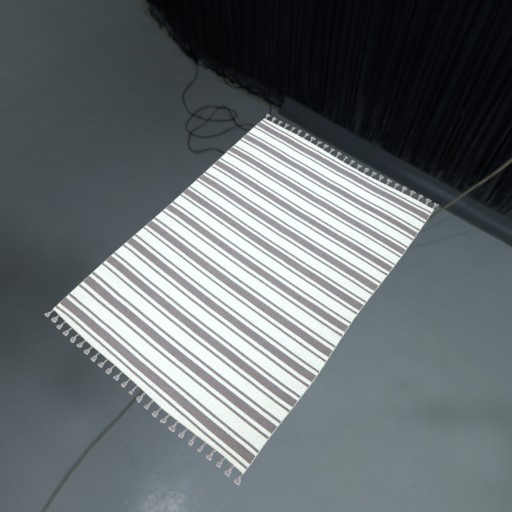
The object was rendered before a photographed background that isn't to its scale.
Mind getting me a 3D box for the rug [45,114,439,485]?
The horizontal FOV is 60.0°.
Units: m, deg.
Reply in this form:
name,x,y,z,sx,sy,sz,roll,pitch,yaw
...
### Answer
name,x,y,z,sx,sy,sz,roll,pitch,yaw
rug,0.000,0.000,3.895,2.030,0.017,3.040,34,65,19
